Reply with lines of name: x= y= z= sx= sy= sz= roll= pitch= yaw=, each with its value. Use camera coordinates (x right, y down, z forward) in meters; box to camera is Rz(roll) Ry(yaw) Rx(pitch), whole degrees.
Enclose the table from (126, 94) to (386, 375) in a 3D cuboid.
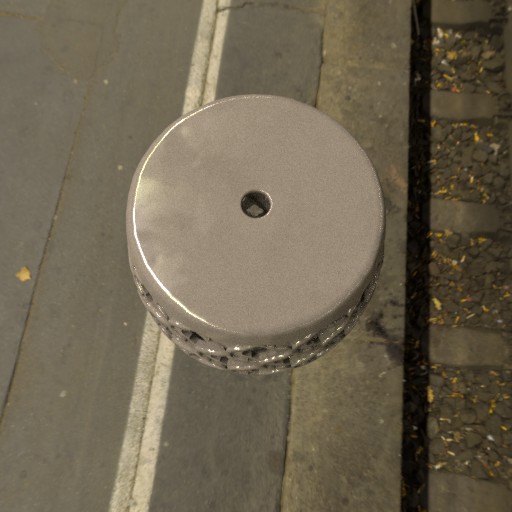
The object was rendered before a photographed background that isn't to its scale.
table: x=0.000 y=0.000 z=0.627 sx=0.325 sy=0.388 sz=0.325 roll=0 pitch=74 yaw=0
